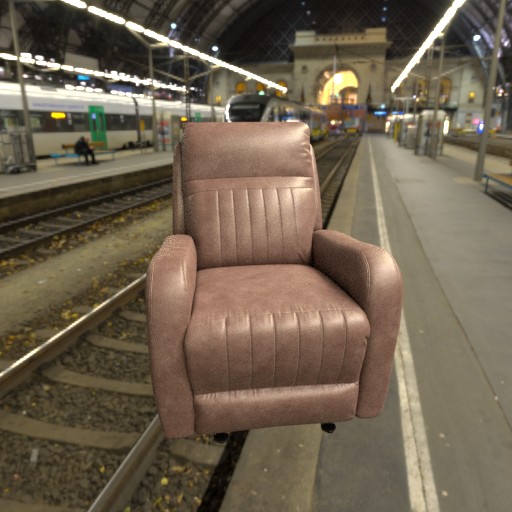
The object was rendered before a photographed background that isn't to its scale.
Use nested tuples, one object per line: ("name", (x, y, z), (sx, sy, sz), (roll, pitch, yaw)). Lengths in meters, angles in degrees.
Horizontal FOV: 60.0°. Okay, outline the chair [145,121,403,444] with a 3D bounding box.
("chair", (0.000, 0.000, 1.829), (0.865, 1.067, 1.067), (-2, 17, -8))
